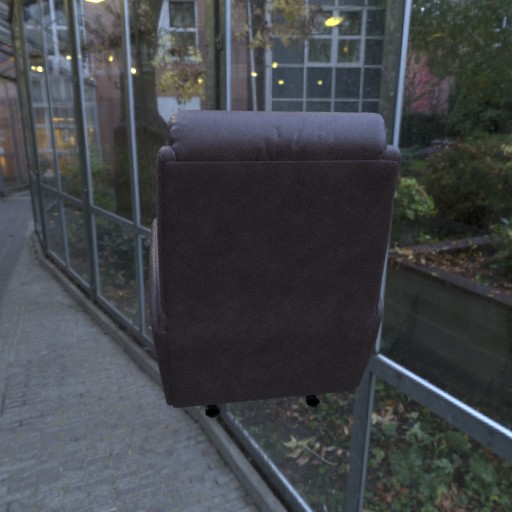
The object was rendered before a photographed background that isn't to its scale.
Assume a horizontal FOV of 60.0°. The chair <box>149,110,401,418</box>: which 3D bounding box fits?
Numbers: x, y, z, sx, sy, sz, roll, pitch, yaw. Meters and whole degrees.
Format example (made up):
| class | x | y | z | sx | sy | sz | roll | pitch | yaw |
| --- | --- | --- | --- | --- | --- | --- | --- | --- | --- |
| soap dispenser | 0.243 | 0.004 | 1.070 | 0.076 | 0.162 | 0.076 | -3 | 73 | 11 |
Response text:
| class | x | y | z | sx | sy | sz | roll | pitch | yaw |
| --- | --- | --- | --- | --- | --- | --- | --- | --- | --- |
| chair | 0.000 | 0.000 | 1.779 | 0.865 | 1.067 | 1.067 | -3 | 15 | -9 |
